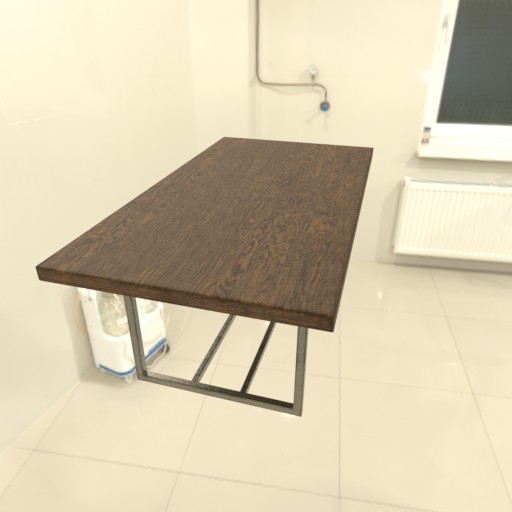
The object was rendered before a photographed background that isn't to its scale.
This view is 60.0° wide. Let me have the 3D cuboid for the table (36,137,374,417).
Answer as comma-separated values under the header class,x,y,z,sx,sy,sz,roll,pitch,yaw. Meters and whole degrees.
class,x,y,z,sx,sy,sz,roll,pitch,yaw
table,0.000,0.000,2.489,1.078,0.795,1.989,8,30,14
